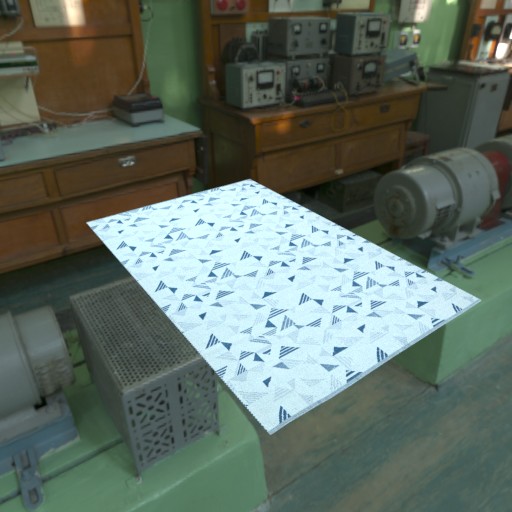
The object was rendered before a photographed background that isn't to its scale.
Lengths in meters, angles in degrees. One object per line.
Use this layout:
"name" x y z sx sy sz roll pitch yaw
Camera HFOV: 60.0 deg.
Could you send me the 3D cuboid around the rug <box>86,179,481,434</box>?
"rug" 0.000 0.000 2.338 1.206 0.003 1.835 -21 37 -30
